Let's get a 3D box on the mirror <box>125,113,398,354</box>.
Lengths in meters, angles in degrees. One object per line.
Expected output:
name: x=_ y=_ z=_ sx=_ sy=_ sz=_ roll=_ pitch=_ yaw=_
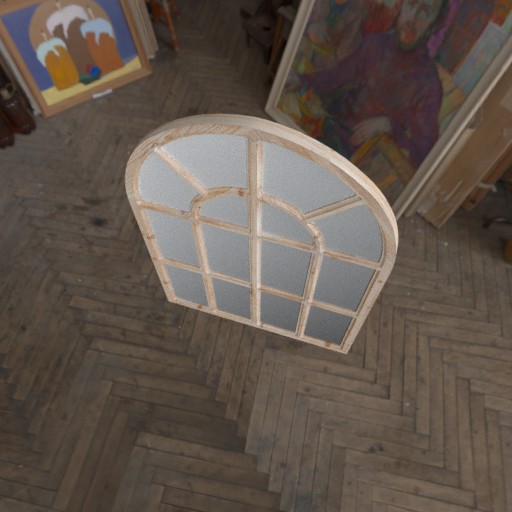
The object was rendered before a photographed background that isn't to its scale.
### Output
mirror: x=0.000 y=0.000 z=1.180 sx=0.660 sy=0.920 sz=0.032 roll=15 pitch=60 yaw=9
